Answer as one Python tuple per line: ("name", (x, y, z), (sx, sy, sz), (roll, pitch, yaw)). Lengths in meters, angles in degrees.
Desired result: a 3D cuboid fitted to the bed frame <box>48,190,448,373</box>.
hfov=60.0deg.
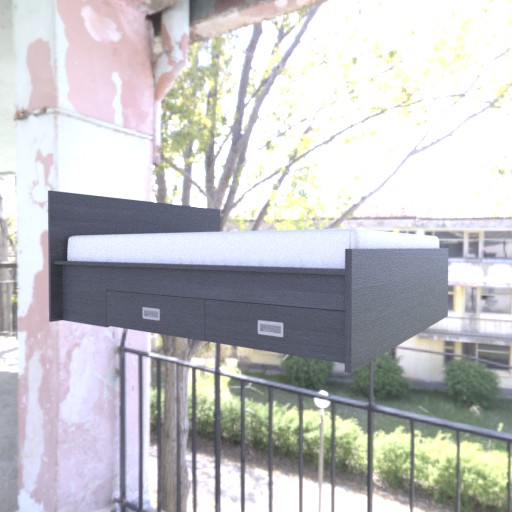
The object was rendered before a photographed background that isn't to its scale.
("bed frame", (0.000, 0.000, 2.814), (1.960, 0.800, 1.622), (1, 1, 35))
